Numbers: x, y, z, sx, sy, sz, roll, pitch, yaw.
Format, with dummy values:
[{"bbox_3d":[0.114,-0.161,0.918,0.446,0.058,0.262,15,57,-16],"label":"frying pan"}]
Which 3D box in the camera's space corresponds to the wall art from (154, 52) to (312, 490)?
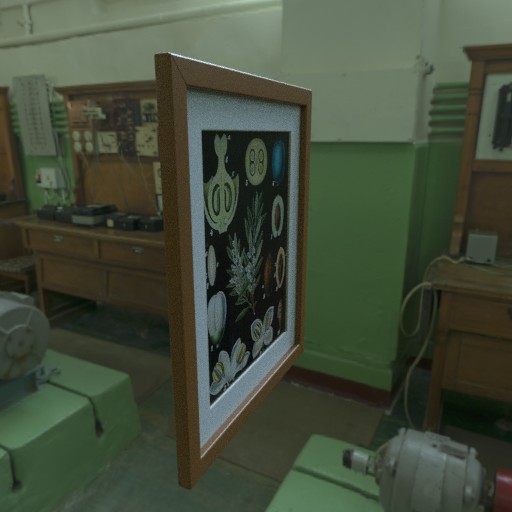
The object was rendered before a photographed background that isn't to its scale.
[{"bbox_3d":[0.000,0.000,0.729,0.021,0.550,0.449,7,17,25],"label":"wall art"}]
